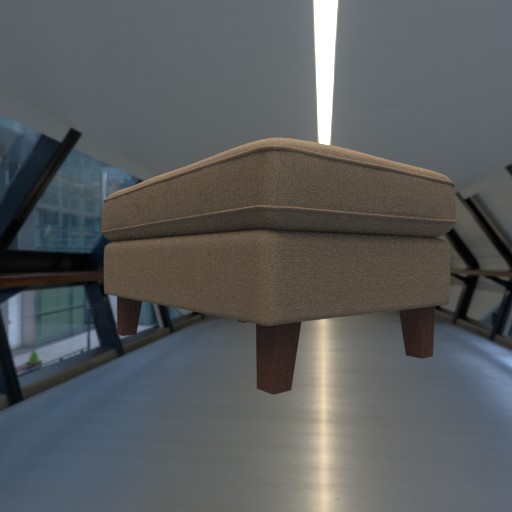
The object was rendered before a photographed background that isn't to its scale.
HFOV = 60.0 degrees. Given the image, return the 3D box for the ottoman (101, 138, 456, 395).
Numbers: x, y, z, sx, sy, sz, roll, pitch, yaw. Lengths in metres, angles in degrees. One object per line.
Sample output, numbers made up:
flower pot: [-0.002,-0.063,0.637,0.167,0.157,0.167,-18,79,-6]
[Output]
ottoman: [0.000,0.000,1.314,0.636,0.521,0.945,0,0,-37]
